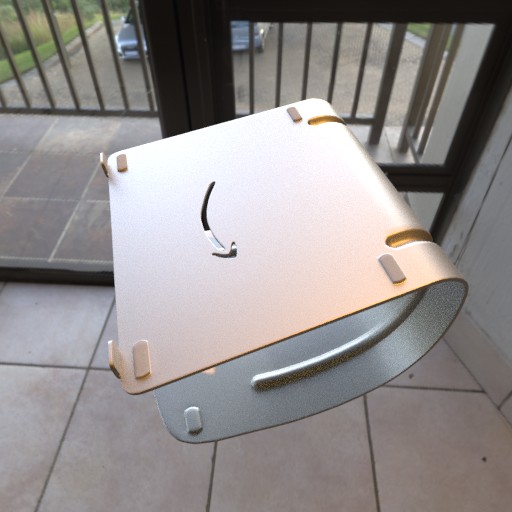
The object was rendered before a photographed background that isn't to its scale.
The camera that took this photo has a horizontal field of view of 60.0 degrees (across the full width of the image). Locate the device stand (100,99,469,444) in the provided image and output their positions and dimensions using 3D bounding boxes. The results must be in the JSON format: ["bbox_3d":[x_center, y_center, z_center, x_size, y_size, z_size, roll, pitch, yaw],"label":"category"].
[{"bbox_3d":[0.000,0.000,0.393,0.236,0.155,0.256,-11,48,-10],"label":"device stand"}]
